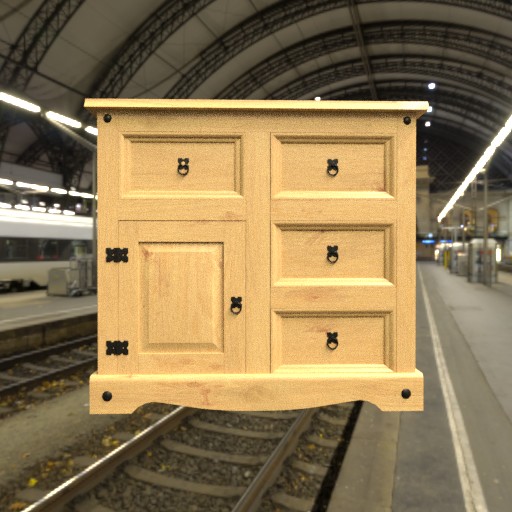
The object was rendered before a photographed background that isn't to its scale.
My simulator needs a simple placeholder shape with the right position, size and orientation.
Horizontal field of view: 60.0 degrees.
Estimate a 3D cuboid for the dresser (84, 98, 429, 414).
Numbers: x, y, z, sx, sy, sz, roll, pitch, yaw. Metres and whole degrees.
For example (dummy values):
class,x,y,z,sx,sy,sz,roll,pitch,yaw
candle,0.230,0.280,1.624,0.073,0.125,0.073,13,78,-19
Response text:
class,x,y,z,sx,sy,sz,roll,pitch,yaw
dresser,0.000,0.000,1.396,0.915,0.835,0.440,0,0,-2
